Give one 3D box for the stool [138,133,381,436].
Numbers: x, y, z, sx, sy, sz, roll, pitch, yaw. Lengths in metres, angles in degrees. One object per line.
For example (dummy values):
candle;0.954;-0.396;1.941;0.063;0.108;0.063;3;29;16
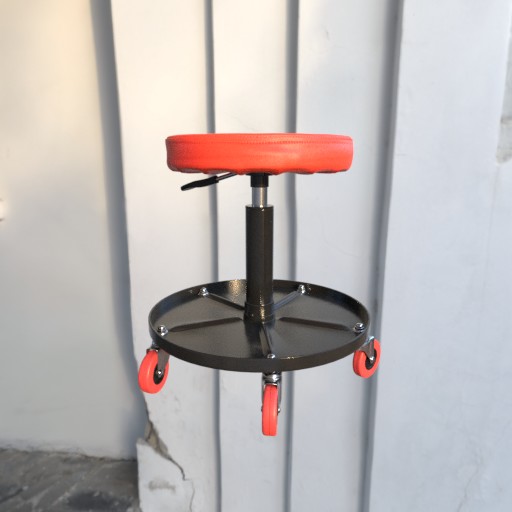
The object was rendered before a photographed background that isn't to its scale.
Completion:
stool;0.000;0.000;0.699;0.382;0.365;0.381;7;15;25
